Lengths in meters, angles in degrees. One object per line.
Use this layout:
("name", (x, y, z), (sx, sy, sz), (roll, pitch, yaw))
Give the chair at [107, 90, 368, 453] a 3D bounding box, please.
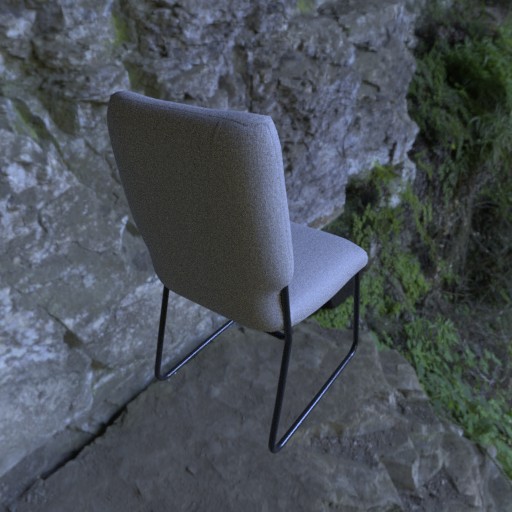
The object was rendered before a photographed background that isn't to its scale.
("chair", (0.000, 0.000, 1.168), (0.448, 0.864, 0.560), (21, 37, 30))
